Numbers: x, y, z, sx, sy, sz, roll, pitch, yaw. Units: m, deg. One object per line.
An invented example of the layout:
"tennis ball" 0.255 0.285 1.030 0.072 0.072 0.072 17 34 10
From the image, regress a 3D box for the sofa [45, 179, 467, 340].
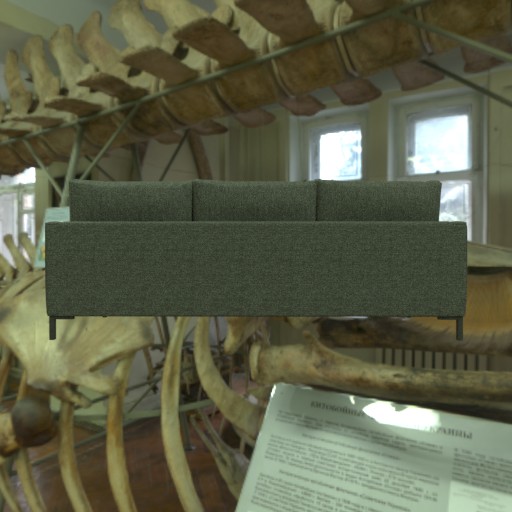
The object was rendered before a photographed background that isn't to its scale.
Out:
"sofa" 0.000 0.000 2.754 2.253 0.879 0.876 0 1 0
